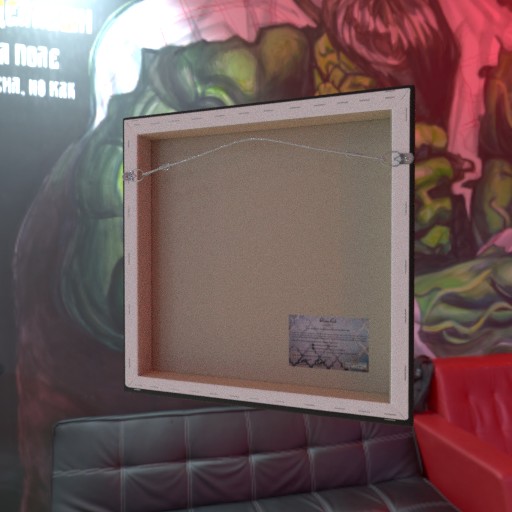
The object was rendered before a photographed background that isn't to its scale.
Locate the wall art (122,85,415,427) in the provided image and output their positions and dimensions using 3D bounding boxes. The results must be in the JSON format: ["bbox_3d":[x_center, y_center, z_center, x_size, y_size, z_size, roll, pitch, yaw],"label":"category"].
[{"bbox_3d":[0.000,0.000,0.603,0.406,0.407,0.041,0,1,19],"label":"wall art"}]
